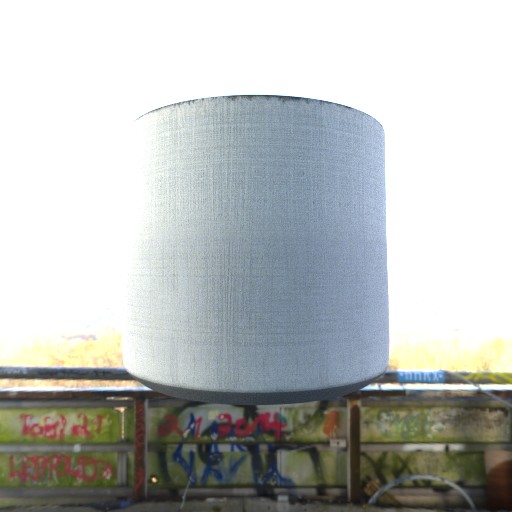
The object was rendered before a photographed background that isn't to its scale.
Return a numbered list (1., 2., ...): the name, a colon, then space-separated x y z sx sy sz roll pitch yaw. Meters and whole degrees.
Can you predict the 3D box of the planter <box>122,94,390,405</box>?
1. planter: 0.000 0.000 0.384 0.221 0.201 0.221 0 -1 0
